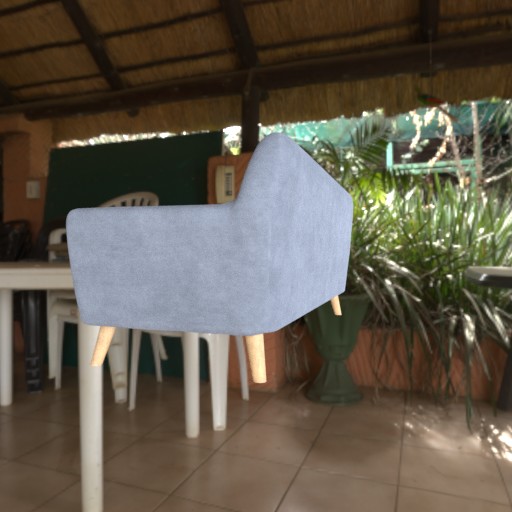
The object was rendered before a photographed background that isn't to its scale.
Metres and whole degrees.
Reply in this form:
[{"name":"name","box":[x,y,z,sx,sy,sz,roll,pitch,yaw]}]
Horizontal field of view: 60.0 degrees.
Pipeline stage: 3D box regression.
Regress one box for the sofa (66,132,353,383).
[{"name":"sofa","box":[0.000,0.000,2.393,0.830,0.830,1.970,0,0,19]}]
